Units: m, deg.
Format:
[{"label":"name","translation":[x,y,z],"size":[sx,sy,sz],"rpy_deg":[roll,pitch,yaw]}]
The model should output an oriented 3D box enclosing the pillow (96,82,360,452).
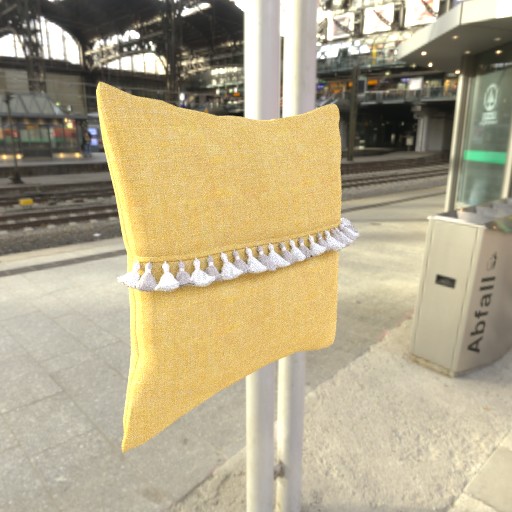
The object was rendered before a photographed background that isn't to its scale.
[{"label":"pillow","translation":[0.000,0.000,0.702],"size":[0.167,0.481,0.485],"rpy_deg":[14,20,43]}]
